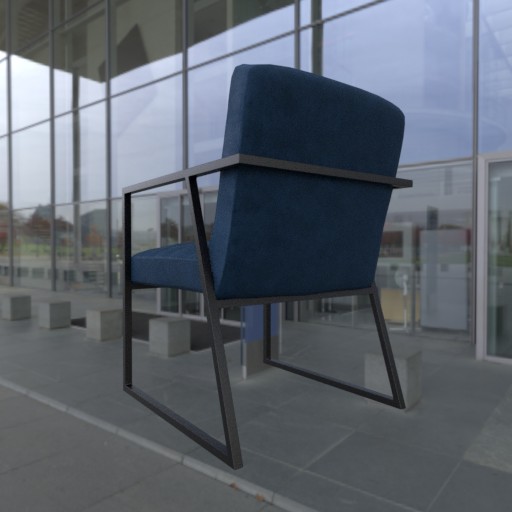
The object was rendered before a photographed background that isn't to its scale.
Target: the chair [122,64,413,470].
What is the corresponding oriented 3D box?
[{"bbox_3d":[0.000,0.000,1.287,0.571,0.833,0.677,-1,1,-37],"label":"chair"}]
